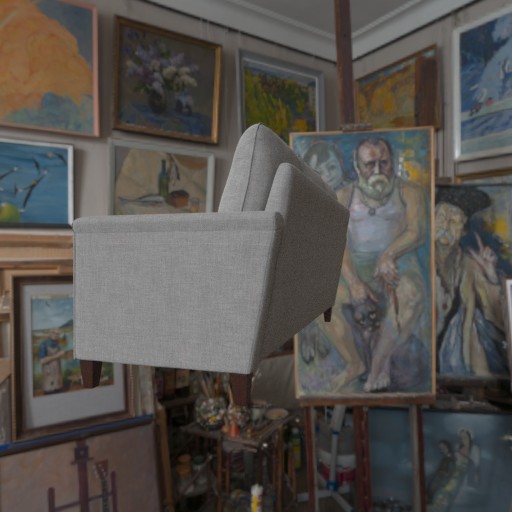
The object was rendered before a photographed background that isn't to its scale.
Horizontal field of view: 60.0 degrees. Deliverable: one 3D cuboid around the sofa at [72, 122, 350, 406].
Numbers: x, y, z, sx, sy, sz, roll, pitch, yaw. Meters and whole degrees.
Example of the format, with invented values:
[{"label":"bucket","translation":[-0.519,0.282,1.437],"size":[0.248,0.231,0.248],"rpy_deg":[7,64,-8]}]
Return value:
[{"label":"sofa","translation":[0.000,0.000,2.396],"size":[0.828,0.959,1.925],"rpy_deg":[0,1,18]}]
